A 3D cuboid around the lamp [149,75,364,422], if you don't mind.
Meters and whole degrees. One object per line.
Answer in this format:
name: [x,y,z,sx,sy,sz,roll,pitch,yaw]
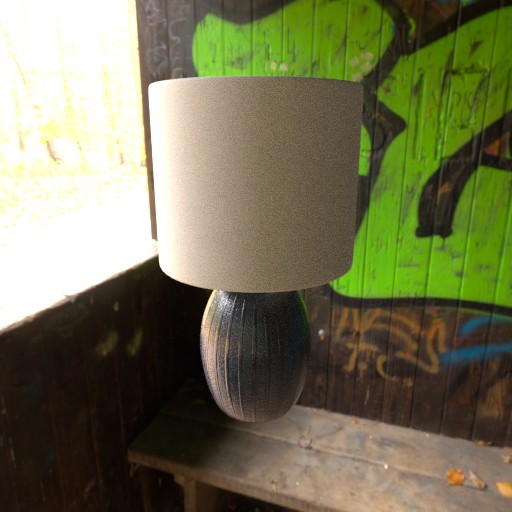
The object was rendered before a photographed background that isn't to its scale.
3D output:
lamp: [0.000,0.000,0.769,0.329,0.570,0.329,-2,16,-8]
